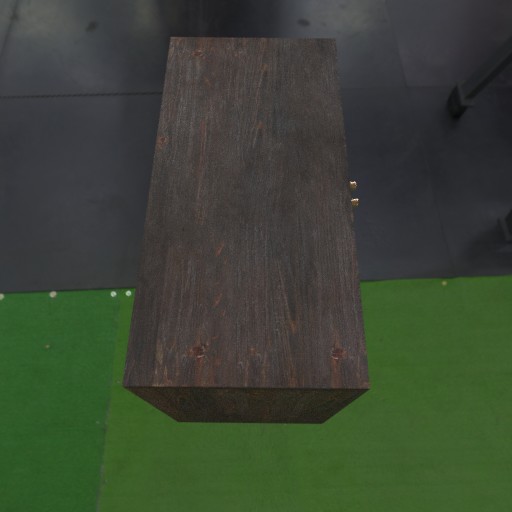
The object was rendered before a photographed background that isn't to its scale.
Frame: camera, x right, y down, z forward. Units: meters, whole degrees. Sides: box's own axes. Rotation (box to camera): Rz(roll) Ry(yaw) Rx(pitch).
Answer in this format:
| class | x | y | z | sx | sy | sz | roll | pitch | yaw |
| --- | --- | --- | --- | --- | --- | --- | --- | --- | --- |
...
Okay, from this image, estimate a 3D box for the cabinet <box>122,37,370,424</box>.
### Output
| class | x | y | z | sx | sy | sz | roll | pitch | yaw |
| --- | --- | --- | --- | --- | --- | --- | --- | --- | --- |
| cabinet | 0.000 | 0.000 | 1.511 | 0.529 | 0.897 | 1.023 | 1 | 64 | 0 |
